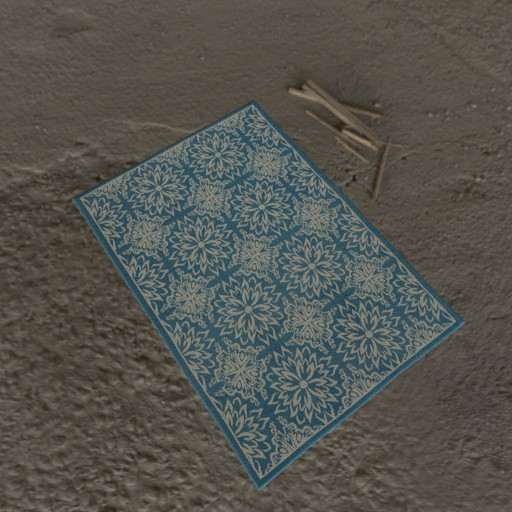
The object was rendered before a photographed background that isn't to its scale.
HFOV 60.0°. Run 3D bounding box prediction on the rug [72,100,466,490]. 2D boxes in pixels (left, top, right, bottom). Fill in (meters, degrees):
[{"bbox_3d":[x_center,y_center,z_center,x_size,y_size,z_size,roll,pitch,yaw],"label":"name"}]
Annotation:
[{"bbox_3d":[0.000,0.000,2.880,1.554,0.012,2.205,-33,69,-14],"label":"rug"}]
